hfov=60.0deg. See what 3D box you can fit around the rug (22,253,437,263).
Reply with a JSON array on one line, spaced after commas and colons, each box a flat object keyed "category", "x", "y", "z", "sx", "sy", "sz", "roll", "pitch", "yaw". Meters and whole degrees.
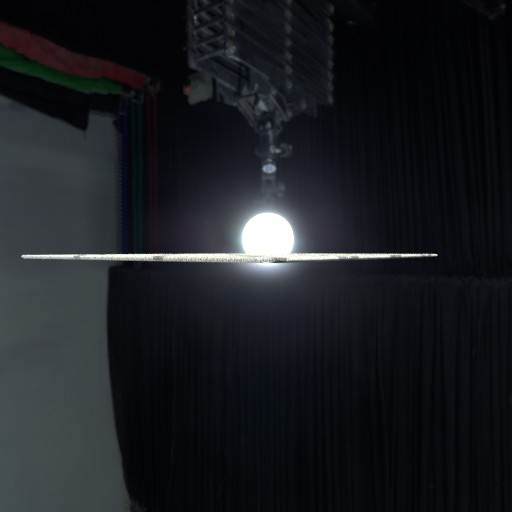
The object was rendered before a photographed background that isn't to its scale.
[{"category": "rug", "x": 0.000, "y": 0.000, "z": 3.981, "sx": 2.399, "sy": 0.026, "sz": 3.000, "roll": 0, "pitch": 1, "yaw": 36}]
